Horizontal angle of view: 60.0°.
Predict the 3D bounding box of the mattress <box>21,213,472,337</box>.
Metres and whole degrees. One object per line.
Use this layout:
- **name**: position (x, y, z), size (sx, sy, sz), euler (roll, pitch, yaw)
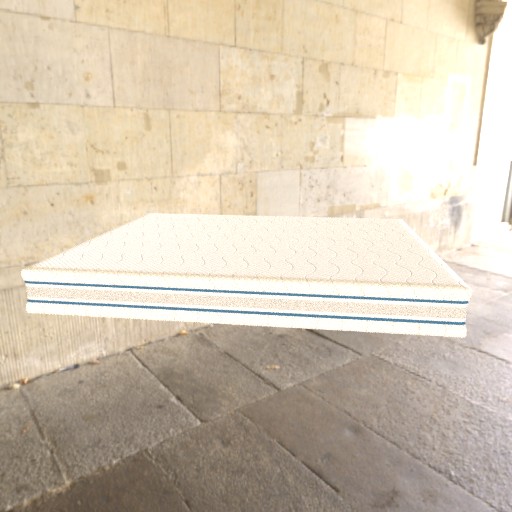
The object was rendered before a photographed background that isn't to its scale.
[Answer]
- **mattress**: position (0.000, 0.000, 2.723), size (2.000, 0.230, 1.600), euler (2, 15, 8)
